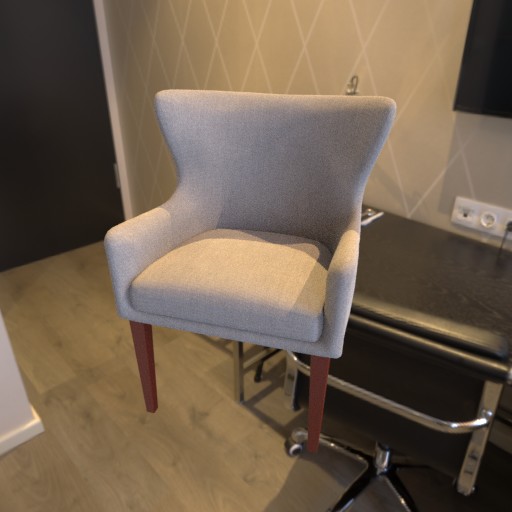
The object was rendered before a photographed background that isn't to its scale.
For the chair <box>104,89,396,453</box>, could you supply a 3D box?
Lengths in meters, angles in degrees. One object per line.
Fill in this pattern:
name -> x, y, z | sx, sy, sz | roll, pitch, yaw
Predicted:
chair -> 0.000, 0.000, 1.414 | 0.732, 0.948, 0.677 | 8, 29, 15
